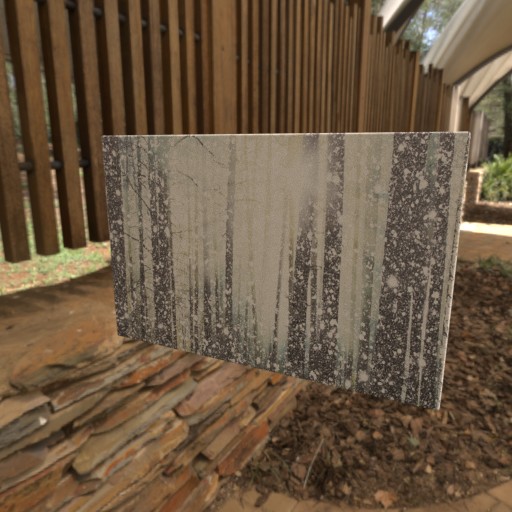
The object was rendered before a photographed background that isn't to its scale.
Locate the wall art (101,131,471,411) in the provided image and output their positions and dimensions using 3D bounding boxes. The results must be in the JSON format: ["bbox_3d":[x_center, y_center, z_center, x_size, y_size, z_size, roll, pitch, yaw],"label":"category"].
[{"bbox_3d":[0.000,0.000,0.753,0.618,0.398,0.042,7,16,25],"label":"wall art"}]
